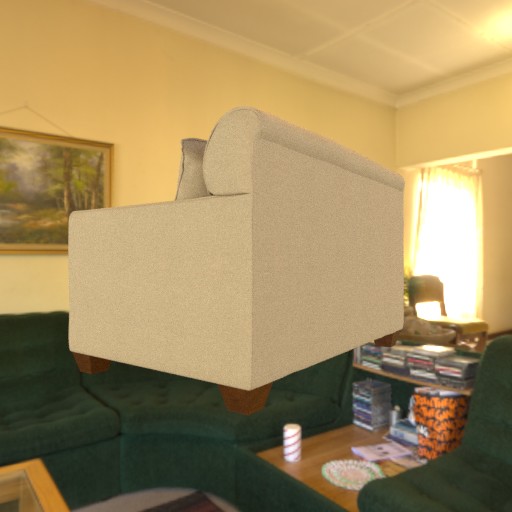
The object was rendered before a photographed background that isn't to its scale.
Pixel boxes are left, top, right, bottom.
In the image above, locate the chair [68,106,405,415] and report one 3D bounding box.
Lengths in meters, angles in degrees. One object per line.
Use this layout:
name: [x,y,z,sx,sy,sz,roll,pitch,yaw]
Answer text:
chair: [0.000,0.000,2.097,1.000,0.948,1.383,0,0,36]
